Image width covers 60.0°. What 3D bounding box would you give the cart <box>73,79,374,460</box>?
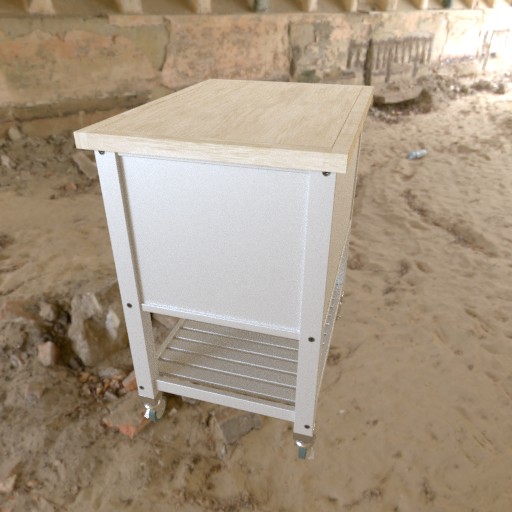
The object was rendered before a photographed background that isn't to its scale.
[{"bbox_3d":[0.000,0.000,1.385,0.559,0.914,0.762,8,31,14],"label":"cart"}]
